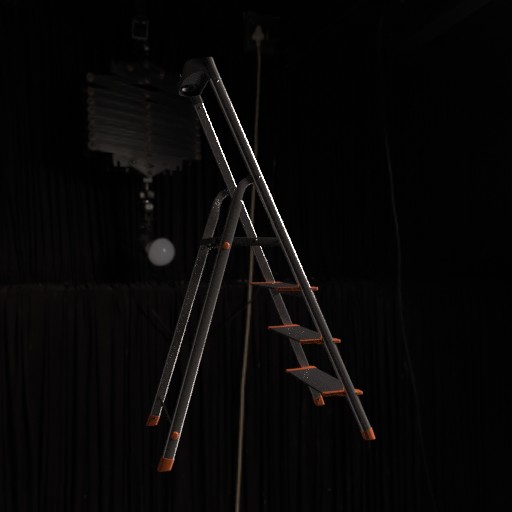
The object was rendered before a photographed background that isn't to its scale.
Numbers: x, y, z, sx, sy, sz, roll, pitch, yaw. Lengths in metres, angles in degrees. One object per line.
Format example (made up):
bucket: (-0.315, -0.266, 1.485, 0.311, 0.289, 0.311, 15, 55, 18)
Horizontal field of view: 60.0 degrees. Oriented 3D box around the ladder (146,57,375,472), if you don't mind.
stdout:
ladder: (0.000, 0.000, 1.809, 0.834, 1.429, 0.452, 0, 0, -19)
